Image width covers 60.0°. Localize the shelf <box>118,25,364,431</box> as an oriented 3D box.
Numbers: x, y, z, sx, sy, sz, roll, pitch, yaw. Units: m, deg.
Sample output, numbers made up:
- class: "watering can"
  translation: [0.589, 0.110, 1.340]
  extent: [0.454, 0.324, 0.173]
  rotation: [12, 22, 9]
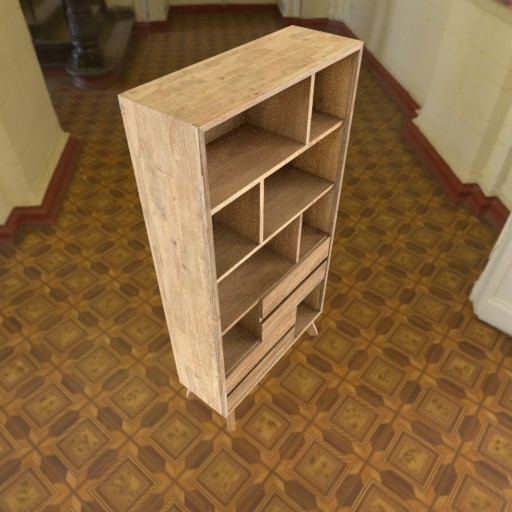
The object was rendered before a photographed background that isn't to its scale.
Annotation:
- class: "shelf"
  translation: [0.000, 0.000, 1.751]
  extent: [0.308, 1.471, 0.748]
  rotation: [29, 50, 27]
